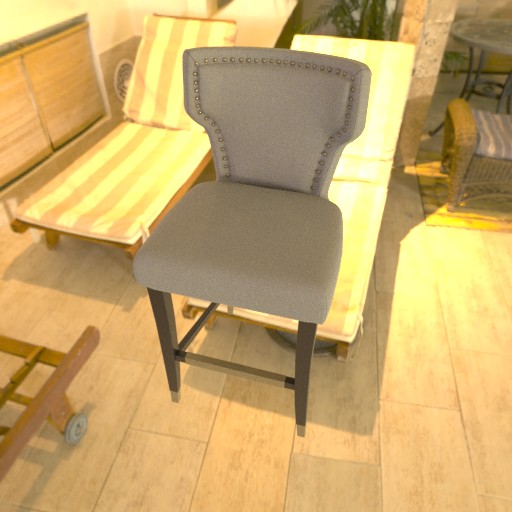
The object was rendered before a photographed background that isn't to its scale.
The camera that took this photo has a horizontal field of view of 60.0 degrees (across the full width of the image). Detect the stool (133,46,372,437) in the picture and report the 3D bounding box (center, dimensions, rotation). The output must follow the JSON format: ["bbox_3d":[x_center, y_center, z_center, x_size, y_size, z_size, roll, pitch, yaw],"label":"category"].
[{"bbox_3d":[0.000,0.000,1.378,0.526,1.092,0.563,11,42,12],"label":"stool"}]
